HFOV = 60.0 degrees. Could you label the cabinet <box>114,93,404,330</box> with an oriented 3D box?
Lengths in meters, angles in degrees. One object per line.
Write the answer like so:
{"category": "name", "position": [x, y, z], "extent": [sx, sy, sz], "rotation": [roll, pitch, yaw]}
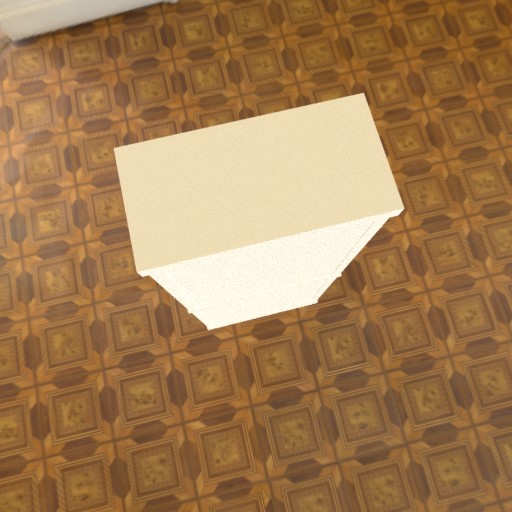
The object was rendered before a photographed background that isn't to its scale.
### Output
{"category": "cabinet", "position": [0.000, 0.000, 2.141], "extent": [0.754, 1.829, 0.390], "rotation": [-14, 76, -3]}
